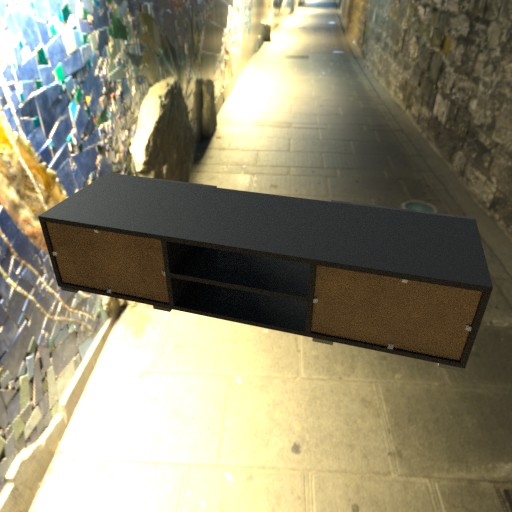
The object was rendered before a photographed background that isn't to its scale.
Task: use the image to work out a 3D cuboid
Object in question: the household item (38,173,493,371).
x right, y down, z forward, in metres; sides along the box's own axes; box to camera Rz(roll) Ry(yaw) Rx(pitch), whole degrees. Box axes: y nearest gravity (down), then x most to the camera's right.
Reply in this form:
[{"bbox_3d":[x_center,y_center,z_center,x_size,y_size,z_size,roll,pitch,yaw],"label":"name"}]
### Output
[{"bbox_3d":[0.000,0.000,1.563,1.400,0.310,0.420,9,33,14],"label":"household item"}]
